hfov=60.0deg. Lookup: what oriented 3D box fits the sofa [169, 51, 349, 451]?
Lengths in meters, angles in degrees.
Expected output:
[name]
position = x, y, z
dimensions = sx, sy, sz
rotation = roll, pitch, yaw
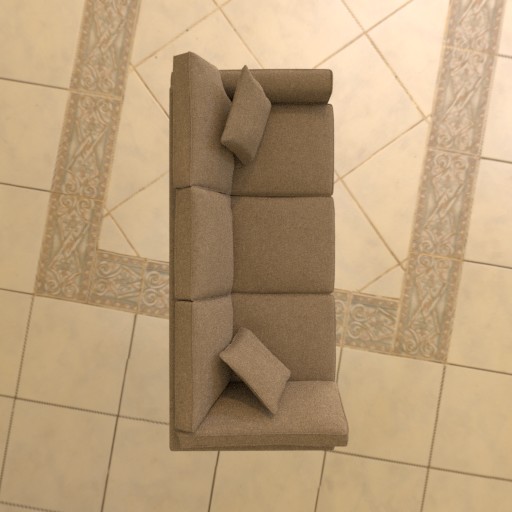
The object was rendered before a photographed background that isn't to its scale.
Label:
[sofa]
position = 0.000, 0.000, 2.891
dimensions = 1.061, 0.962, 2.317
rotation = 0, 90, 0
